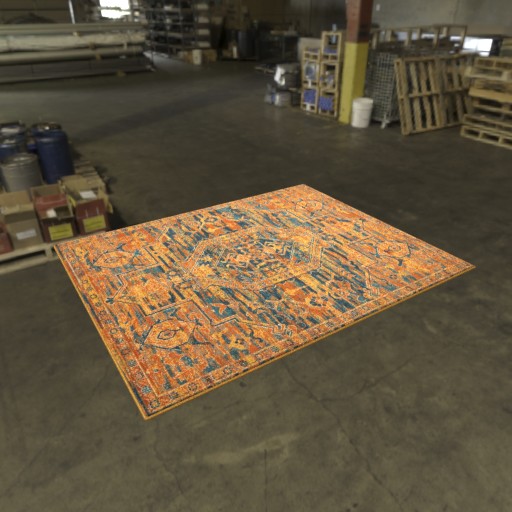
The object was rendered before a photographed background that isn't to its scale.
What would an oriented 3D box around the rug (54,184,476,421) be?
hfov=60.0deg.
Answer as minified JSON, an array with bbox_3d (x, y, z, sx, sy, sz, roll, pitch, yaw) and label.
[{"bbox_3d":[0.000,0.000,4.065,3.040,0.031,2.435,-18,34,-28],"label":"rug"}]
